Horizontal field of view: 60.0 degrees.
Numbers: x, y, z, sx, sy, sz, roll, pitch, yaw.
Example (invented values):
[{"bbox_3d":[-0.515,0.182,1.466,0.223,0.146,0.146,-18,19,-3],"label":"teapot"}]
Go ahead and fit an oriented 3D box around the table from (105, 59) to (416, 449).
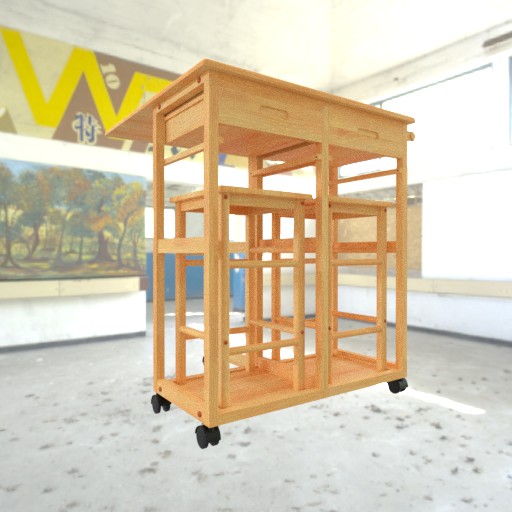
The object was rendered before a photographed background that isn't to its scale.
[{"bbox_3d":[0.000,0.000,1.418,0.752,0.832,0.693,0,1,-35],"label":"table"}]
